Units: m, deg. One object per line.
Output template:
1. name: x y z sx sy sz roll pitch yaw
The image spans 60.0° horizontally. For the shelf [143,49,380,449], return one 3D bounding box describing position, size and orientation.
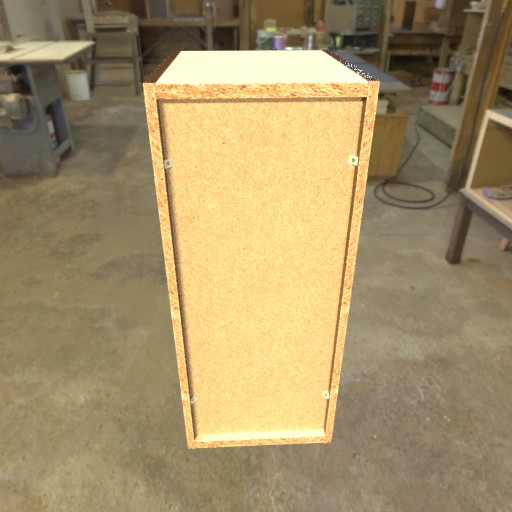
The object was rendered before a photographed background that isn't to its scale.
1. shelf: 0.000 0.000 0.744 0.253 0.600 0.290 -1 31 -2
